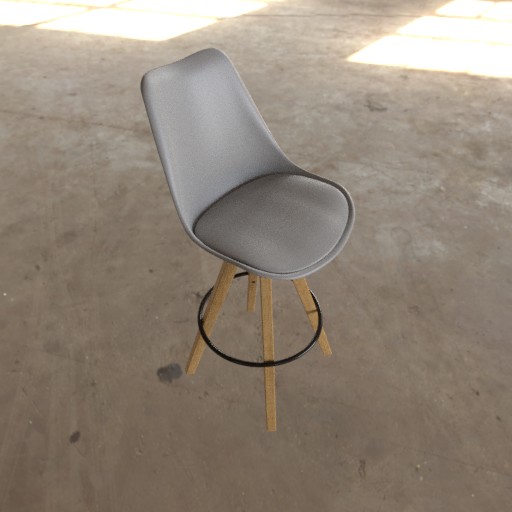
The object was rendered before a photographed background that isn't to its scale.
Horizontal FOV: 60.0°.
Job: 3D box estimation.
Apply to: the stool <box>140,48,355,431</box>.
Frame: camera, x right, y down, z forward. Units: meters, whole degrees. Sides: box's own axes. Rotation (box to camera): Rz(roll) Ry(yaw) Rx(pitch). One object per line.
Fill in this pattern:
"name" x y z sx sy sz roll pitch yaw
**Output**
"stool" 0.000 0.000 1.422 0.550 1.115 0.485 26 48 26
